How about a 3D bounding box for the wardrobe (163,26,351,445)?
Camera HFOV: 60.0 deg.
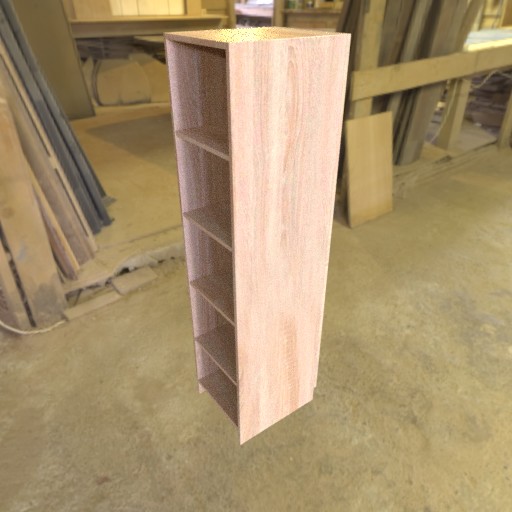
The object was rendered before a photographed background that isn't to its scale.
[{"bbox_3d":[0.000,0.000,2.351,0.588,2.117,0.496,-21,37,-30],"label":"wardrobe"}]
